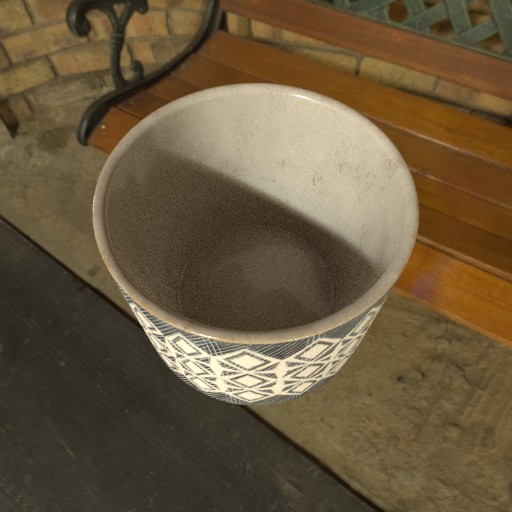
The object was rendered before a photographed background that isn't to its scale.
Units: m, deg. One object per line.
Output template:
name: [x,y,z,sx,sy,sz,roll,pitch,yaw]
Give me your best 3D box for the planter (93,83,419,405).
planter: [0.000,0.000,0.219,0.126,0.104,0.126,0,59,0]
